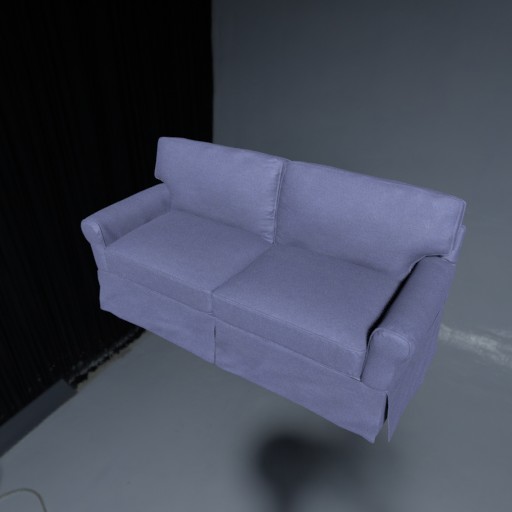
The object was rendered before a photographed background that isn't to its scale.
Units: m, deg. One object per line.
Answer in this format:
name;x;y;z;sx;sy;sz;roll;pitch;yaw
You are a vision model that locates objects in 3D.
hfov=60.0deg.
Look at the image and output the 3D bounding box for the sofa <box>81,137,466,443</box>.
sofa;0.000;0.000;2.815;2.256;1.094;0.983;18;36;28
